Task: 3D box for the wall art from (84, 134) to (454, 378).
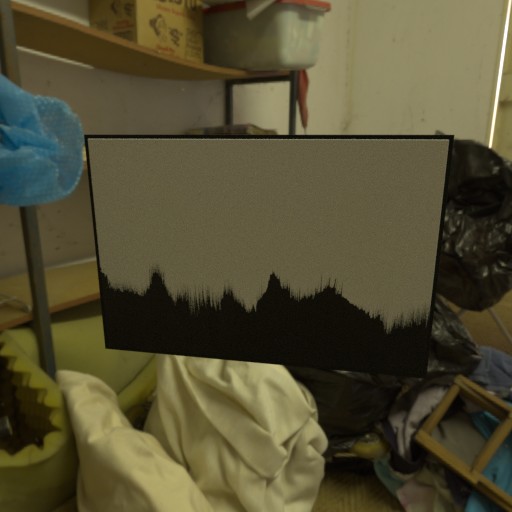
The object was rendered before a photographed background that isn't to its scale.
[{"bbox_3d":[0.000,0.000,1.524,1.190,0.805,0.028,3,16,10],"label":"wall art"}]
